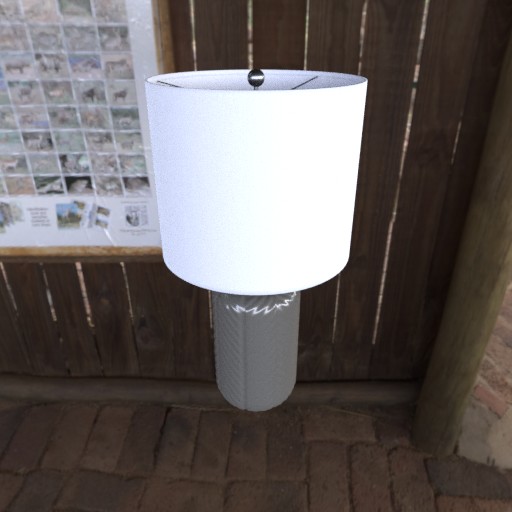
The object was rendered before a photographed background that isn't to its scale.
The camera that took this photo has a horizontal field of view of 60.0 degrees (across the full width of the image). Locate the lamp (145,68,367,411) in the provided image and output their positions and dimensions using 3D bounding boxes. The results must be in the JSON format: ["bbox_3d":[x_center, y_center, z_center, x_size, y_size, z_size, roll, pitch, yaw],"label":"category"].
[{"bbox_3d":[0.000,0.000,0.498,0.203,0.389,0.203,-8,28,-16],"label":"lamp"}]
